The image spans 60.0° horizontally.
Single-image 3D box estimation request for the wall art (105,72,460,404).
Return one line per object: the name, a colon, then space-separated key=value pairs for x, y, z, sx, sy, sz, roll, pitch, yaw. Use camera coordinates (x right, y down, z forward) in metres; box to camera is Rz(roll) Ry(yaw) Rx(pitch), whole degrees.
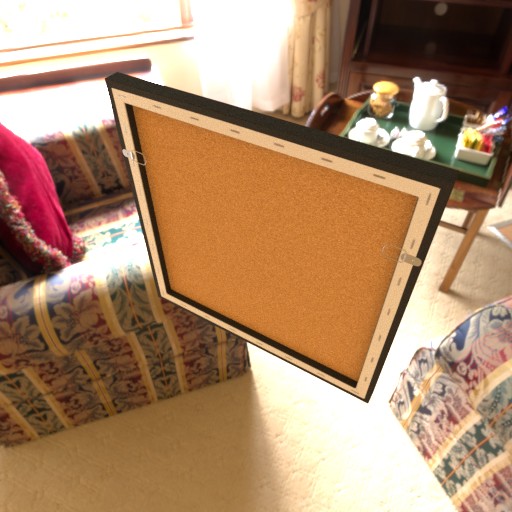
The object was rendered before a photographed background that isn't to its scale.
wall art: x=0.000 y=0.000 z=1.125 sx=0.758 sy=0.758 sz=0.044 roll=23 pitch=50 yaw=21
